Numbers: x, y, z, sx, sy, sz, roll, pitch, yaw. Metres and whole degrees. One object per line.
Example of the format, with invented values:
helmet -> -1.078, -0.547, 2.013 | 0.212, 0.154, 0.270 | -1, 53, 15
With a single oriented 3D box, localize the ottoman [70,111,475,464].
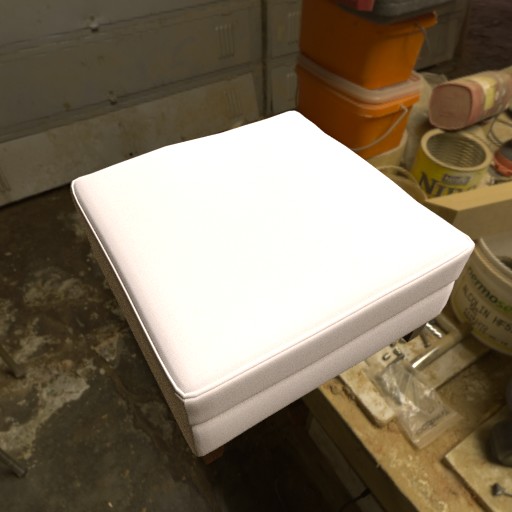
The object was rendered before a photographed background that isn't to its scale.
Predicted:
ottoman -> 0.000, 0.000, 1.352 | 0.838, 0.479, 0.838 | -24, 51, -21
